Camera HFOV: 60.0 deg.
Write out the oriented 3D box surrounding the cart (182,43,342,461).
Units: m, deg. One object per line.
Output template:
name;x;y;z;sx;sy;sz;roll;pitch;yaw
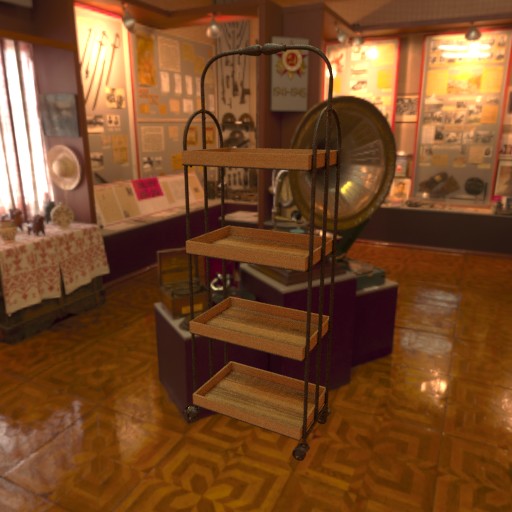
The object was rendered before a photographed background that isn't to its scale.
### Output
cart;0.000;0.000;1.700;0.581;1.481;0.308;8;18;27
